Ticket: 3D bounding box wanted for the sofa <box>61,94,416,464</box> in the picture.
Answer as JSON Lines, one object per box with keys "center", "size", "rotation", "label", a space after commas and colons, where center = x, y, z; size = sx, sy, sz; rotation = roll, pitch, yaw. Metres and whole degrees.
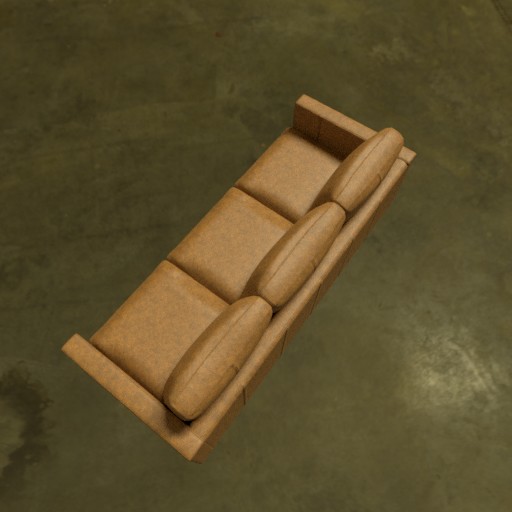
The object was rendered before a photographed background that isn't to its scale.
{"center": [0.000, 0.000, 2.744], "size": [0.903, 0.930, 2.231], "rotation": [34, 68, 15], "label": "sofa"}
